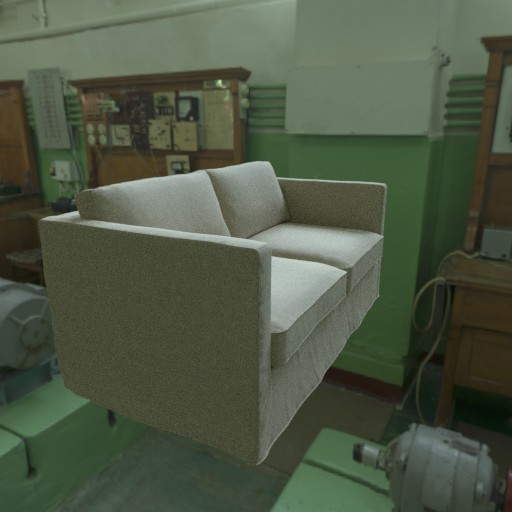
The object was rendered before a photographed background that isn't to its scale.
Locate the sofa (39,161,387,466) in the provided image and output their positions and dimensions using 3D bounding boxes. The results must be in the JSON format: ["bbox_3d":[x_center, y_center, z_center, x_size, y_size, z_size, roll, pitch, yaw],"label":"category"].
[{"bbox_3d":[0.000,0.000,2.214,0.962,0.835,1.719,8,18,26],"label":"sofa"}]
